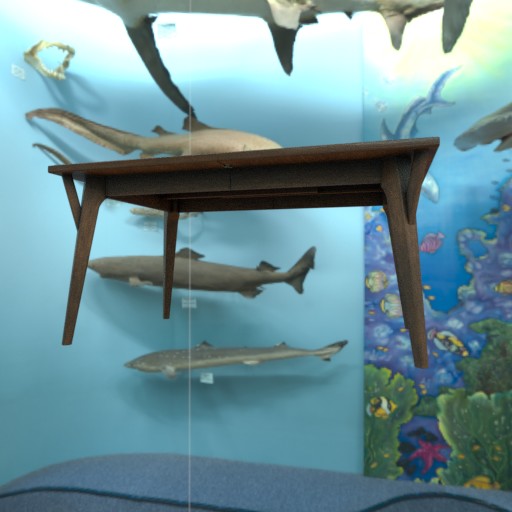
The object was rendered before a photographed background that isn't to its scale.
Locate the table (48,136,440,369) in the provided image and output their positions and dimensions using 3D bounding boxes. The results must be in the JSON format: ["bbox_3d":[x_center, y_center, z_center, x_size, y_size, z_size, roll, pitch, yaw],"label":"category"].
[{"bbox_3d":[0.000,0.000,2.108,1.524,0.761,0.990,0,-1,17],"label":"table"}]
